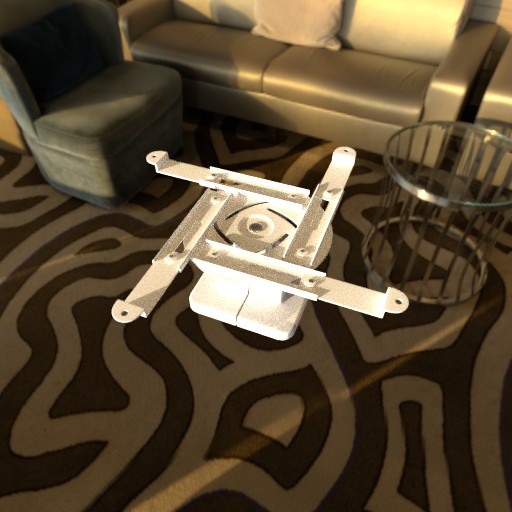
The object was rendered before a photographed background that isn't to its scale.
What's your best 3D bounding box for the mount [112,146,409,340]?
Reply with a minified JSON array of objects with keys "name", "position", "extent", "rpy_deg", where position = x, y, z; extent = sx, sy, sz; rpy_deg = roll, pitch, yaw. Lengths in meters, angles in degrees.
[{"name":"mount","position":[0.000,0.000,0.602],"extent":[0.394,0.141,0.394],"rpy_deg":[16,48,15]}]
